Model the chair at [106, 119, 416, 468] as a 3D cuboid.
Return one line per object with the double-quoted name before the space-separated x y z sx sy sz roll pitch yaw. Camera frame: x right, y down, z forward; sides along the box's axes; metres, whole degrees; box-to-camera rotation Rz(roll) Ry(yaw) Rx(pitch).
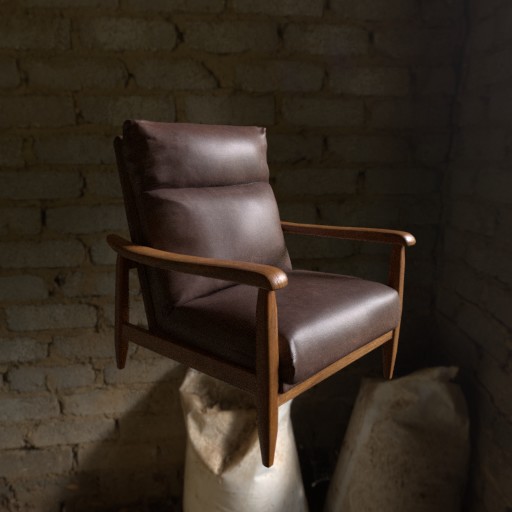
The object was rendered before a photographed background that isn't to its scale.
"chair" 0.000 0.000 1.523 0.830 0.897 0.782 13 18 43
